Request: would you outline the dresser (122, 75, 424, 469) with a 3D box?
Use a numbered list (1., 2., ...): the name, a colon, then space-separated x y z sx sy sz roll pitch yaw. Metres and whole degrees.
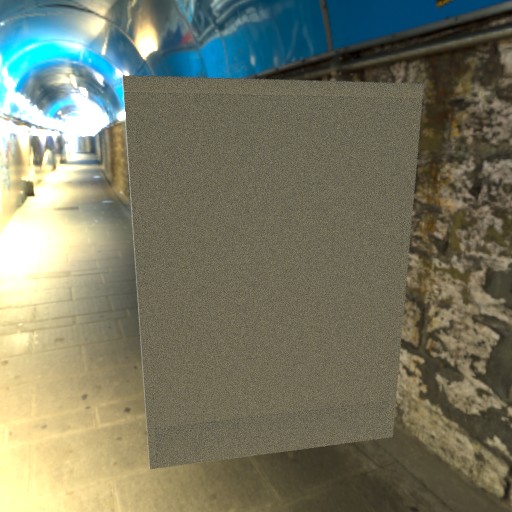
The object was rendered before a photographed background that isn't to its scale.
1. dresser: 0.000 0.000 0.812 0.400 0.560 0.360 -3 15 -11
